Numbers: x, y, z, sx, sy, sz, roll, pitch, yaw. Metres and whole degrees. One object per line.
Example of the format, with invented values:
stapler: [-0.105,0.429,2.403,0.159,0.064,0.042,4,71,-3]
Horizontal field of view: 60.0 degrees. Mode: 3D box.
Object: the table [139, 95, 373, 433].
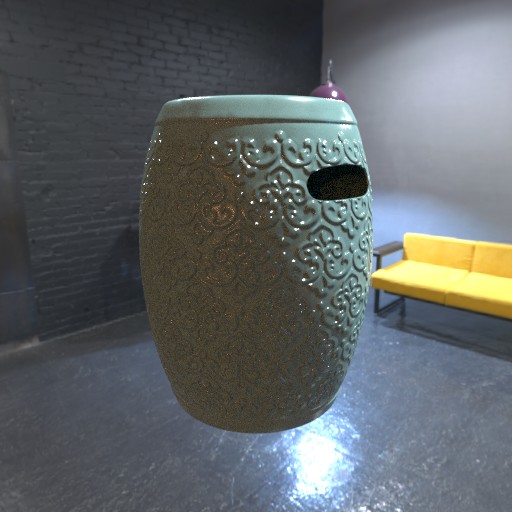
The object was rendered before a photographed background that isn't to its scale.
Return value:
table: [0.000,0.000,0.609,0.309,0.397,0.309,0,14,0]
